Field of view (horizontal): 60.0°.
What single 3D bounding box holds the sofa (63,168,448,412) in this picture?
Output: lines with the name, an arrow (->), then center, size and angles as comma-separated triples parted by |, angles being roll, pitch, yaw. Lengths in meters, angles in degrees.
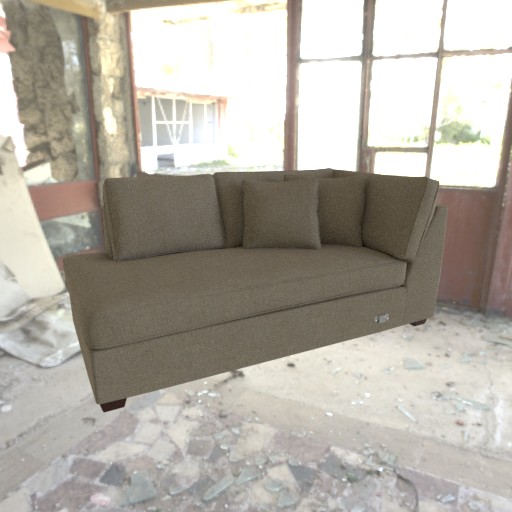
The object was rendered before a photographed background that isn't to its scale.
sofa -> 0.000, 0.000, 2.846 | 2.238, 1.019, 1.110 | -8, 18, -26
